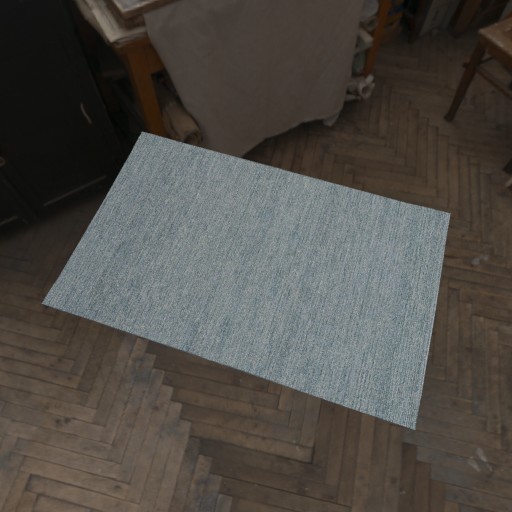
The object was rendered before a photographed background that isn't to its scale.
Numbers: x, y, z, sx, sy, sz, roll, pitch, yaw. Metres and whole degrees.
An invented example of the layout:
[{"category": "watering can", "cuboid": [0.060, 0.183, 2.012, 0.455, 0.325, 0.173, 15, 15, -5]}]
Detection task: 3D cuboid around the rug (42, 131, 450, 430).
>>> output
[{"category": "rug", "cuboid": [0.000, 0.000, 2.299, 1.853, 0.022, 1.174, 17, 64, 8]}]
